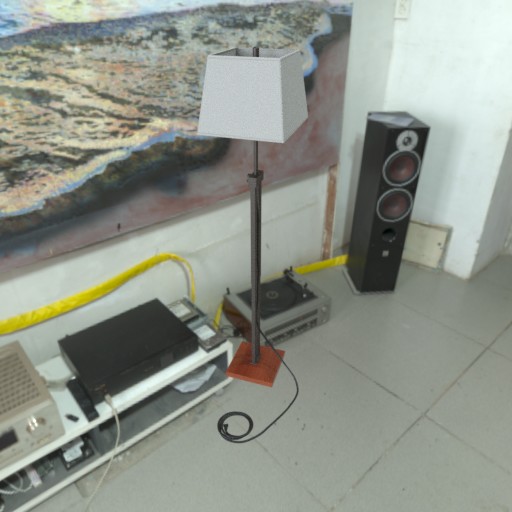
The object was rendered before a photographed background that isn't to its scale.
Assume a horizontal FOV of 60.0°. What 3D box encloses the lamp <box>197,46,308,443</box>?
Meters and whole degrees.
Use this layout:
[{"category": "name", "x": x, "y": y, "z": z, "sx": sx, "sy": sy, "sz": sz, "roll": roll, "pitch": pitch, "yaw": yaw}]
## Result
[{"category": "lamp", "x": 0.000, "y": 0.000, "z": 2.032, "sx": 0.472, "sy": 1.712, "sz": 0.745, "roll": 10, "pitch": 32, "yaw": 16}]
